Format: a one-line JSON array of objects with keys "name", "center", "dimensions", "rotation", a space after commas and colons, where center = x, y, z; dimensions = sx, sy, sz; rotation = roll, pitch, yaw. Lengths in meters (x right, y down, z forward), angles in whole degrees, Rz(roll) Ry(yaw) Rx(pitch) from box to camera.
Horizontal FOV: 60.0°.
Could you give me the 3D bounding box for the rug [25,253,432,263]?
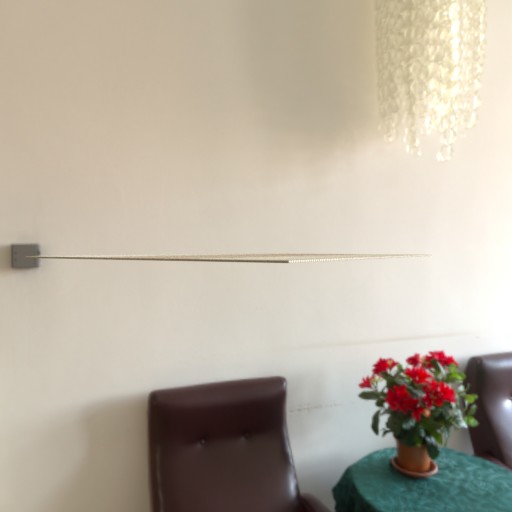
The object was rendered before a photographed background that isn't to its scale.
[{"name": "rug", "center": [0.000, 0.000, 4.117], "dimensions": [2.438, 0.013, 3.048], "rotation": [1, 1, 34]}]
